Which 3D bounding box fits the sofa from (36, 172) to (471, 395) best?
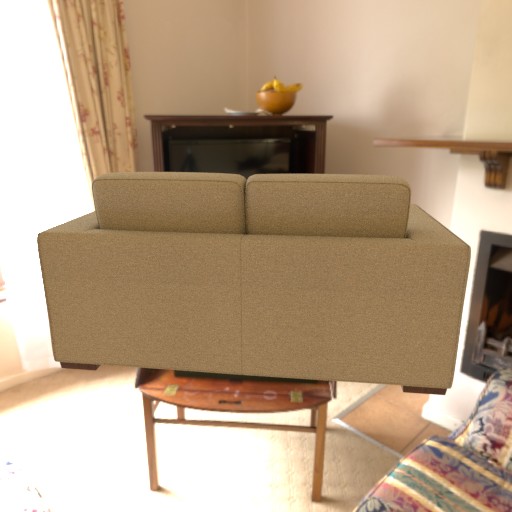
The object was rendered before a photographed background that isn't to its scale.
[{"bbox_3d":[0.000,0.000,2.356,1.812,0.924,1.007,2,16,7],"label":"sofa"}]
